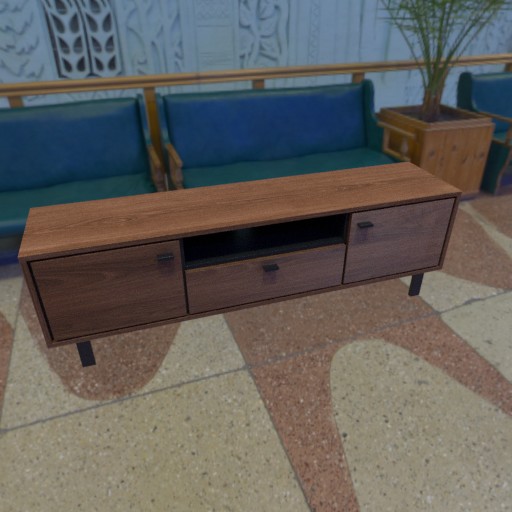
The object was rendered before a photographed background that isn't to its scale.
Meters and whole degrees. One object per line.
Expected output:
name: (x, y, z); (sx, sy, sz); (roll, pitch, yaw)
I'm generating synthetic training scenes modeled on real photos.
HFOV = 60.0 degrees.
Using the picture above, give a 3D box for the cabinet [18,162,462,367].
cabinet: (0.000, 0.000, 1.847); (1.650, 0.500, 0.400); (-10, 33, -15)
